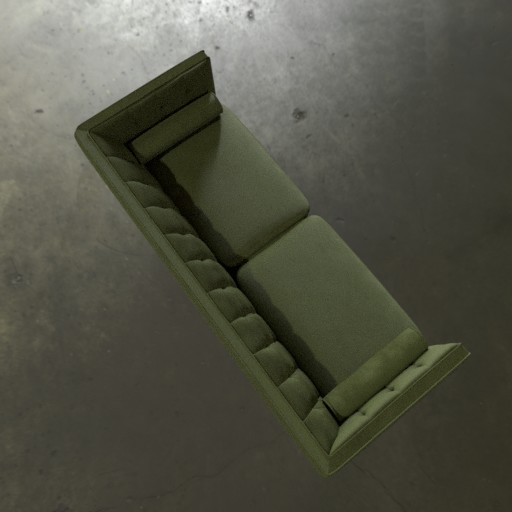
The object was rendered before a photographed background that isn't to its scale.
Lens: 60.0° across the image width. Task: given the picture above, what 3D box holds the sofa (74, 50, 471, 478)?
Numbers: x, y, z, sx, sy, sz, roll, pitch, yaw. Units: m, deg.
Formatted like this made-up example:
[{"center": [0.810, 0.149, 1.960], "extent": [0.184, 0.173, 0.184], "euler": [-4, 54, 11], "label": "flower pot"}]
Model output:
[{"center": [0.000, 0.000, 2.478], "extent": [0.867, 0.789, 2.087], "euler": [-36, 77, -10], "label": "sofa"}]
